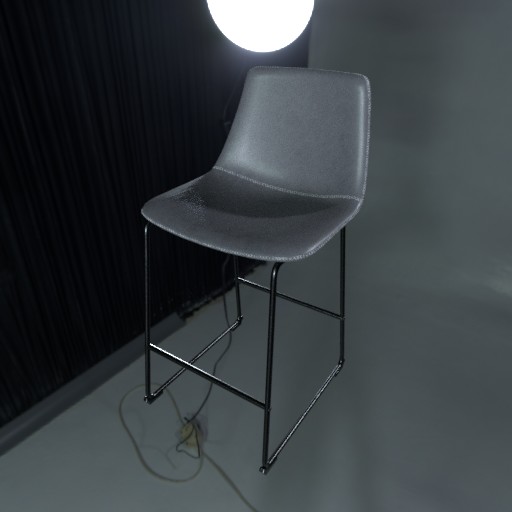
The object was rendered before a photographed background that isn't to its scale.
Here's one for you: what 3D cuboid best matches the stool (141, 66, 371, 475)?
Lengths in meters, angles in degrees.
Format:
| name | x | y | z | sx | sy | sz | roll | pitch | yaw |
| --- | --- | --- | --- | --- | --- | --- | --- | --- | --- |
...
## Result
| name | x | y | z | sx | sy | sz | roll | pitch | yaw |
| --- | --- | --- | --- | --- | --- | --- | --- | --- | --- |
| stool | 0.000 | 0.000 | 1.174 | 0.470 | 0.876 | 0.546 | 18 | 34 | 29 |
